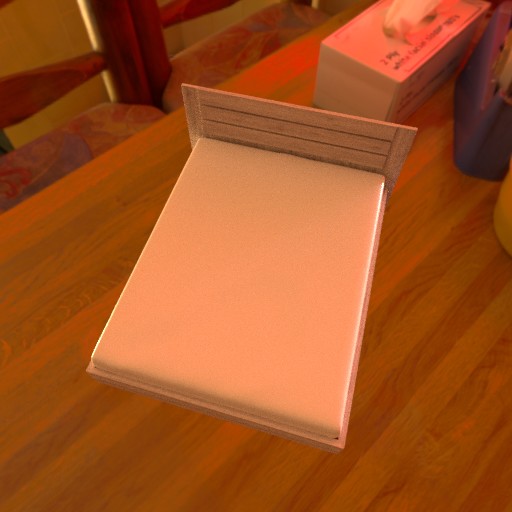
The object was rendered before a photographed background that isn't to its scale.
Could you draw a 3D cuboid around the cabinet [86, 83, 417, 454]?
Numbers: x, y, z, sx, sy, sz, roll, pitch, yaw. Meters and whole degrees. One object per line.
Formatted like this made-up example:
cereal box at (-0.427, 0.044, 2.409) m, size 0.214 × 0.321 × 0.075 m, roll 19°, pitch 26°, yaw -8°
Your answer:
cabinet at (0.000, 0.000, 3.096) m, size 1.750 × 0.970 × 2.080 m, roll 14°, pitch 60°, yaw 8°
